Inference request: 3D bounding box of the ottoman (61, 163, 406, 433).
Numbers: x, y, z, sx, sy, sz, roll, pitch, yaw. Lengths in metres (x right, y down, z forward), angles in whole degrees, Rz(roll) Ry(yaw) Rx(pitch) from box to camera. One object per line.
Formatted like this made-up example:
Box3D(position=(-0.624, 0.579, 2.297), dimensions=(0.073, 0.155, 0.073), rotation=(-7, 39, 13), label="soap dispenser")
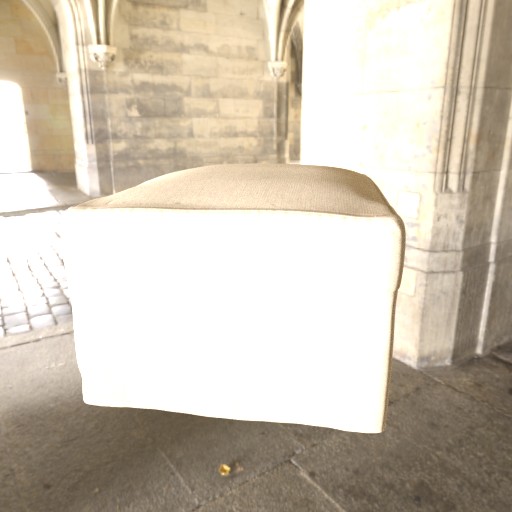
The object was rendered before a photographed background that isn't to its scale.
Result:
Box3D(position=(0.000, 0.000, 1.225), dimensions=(0.650, 0.485, 0.833), rotation=(3, 16, 9), label="ottoman")
